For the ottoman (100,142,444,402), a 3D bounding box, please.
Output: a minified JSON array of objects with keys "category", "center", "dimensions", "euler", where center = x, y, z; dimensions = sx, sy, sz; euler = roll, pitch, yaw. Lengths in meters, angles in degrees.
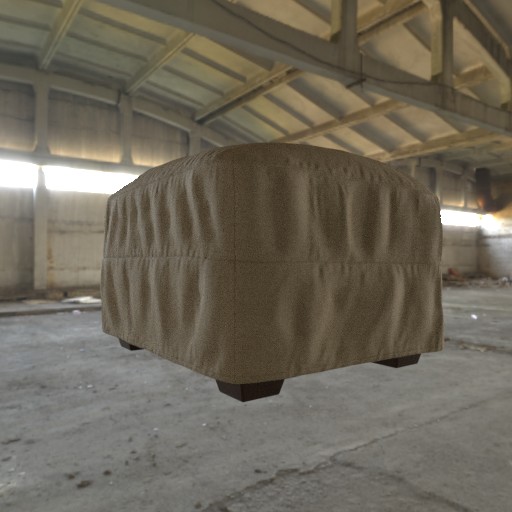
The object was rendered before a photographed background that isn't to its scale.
[{"category":"ottoman","center":[0.000,0.000,1.083],"dimensions":[0.584,0.480,0.712],"euler":[1,-1,-36]}]
